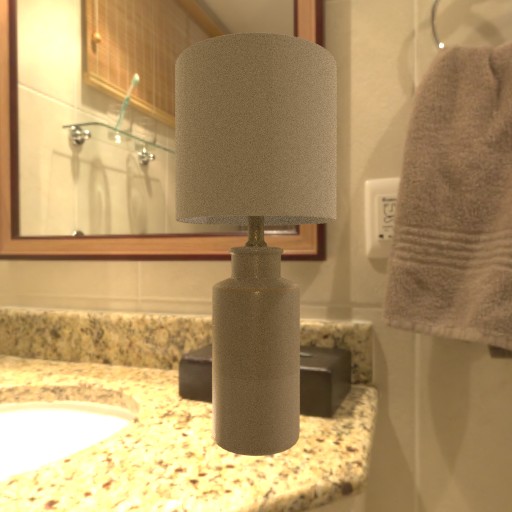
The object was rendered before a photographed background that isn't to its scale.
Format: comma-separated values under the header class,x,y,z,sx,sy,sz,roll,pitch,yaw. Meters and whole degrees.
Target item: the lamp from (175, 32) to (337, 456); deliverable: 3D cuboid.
class,x,y,z,sx,sy,sz,roll,pitch,yaw
lamp,0.000,0.000,0.594,0.212,0.493,0.212,0,1,-19
